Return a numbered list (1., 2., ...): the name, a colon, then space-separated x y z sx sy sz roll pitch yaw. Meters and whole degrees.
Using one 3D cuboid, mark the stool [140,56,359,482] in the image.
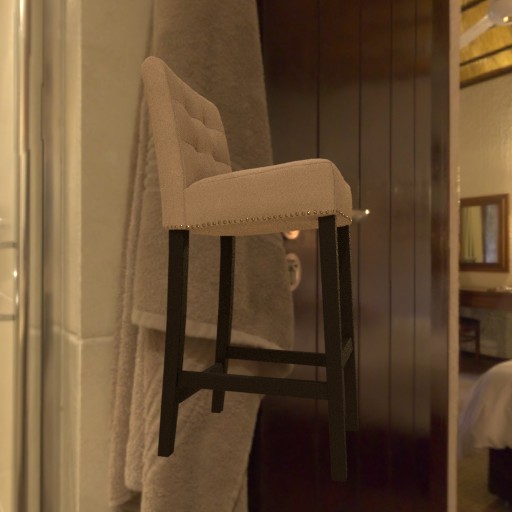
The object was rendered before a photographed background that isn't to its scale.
1. stool: 0.000 0.000 1.272 0.548 1.047 0.411 0 0 18
